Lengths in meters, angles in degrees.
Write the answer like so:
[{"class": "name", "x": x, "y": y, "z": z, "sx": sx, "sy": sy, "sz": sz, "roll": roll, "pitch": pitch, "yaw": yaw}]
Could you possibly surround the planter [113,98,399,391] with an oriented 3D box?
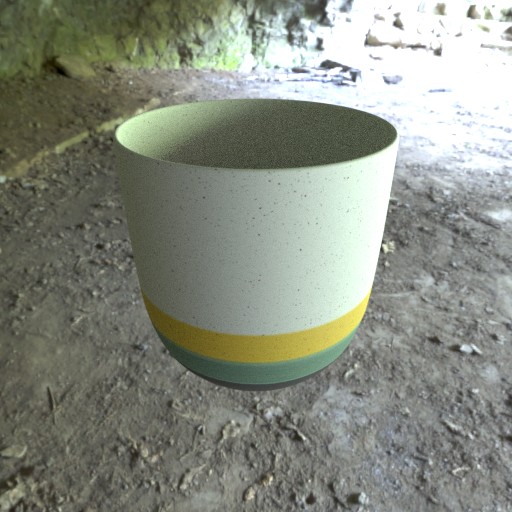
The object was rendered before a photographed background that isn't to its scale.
[{"class": "planter", "x": 0.000, "y": 0.000, "z": 0.366, "sx": 0.195, "sy": 0.214, "sz": 0.195, "roll": 0, "pitch": 30, "yaw": 0}]
